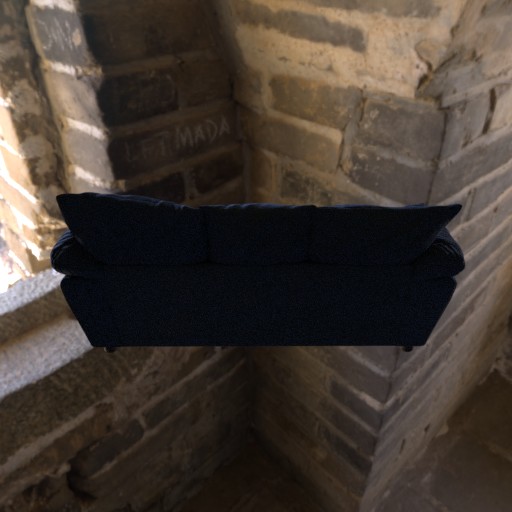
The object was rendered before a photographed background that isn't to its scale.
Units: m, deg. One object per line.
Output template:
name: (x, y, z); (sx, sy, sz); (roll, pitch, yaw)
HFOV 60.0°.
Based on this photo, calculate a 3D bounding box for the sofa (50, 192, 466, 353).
sofa: (0.000, 0.000, 2.854); (2.390, 1.091, 0.907); (0, 31, 0)
